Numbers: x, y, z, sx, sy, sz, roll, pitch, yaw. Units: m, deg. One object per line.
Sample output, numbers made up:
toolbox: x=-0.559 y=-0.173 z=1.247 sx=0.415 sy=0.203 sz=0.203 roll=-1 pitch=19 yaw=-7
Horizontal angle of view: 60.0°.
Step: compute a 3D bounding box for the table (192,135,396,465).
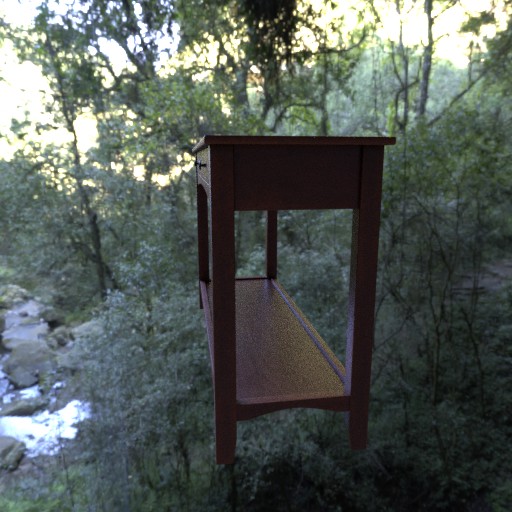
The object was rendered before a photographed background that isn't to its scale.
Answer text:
table: x=0.000 y=0.000 z=1.524 sx=0.392 sy=0.739 sz=1.188 roll=-2 pitch=12 yaw=-9
